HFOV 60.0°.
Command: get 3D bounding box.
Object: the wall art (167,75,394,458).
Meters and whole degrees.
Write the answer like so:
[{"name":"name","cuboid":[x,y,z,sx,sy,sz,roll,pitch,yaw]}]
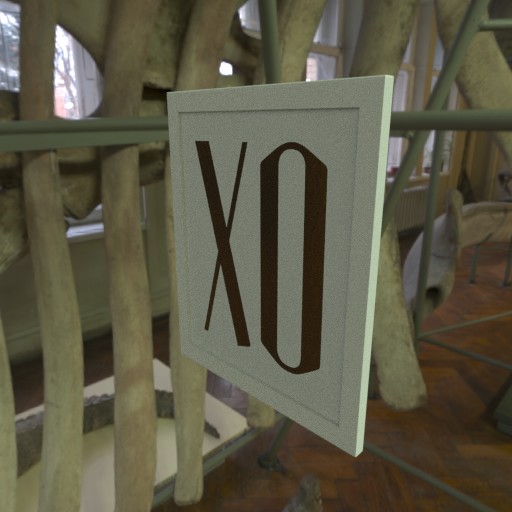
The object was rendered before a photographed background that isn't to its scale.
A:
[{"name":"wall art","cuboid":[0.000,0.000,0.747,0.020,0.536,0.444,-16,23,-43]}]
